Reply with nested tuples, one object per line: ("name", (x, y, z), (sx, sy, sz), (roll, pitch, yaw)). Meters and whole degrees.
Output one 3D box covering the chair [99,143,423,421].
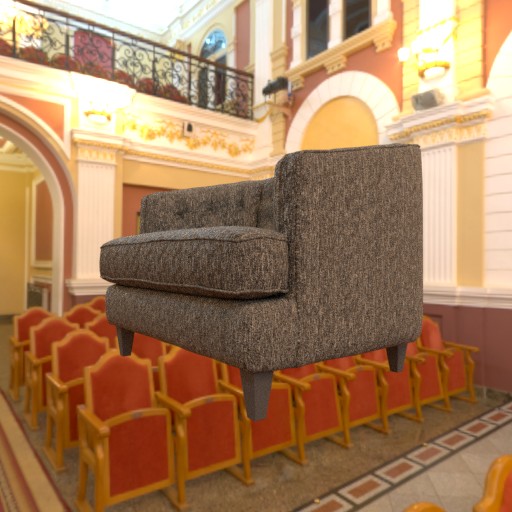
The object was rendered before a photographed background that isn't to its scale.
("chair", (0.000, 0.000, 1.747), (0.941, 0.852, 1.104), (0, -1, -37))
